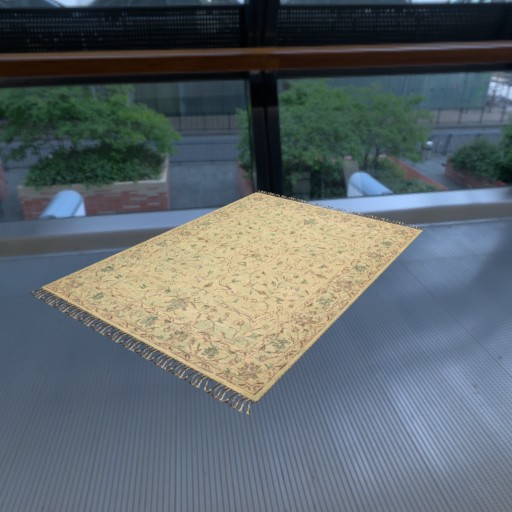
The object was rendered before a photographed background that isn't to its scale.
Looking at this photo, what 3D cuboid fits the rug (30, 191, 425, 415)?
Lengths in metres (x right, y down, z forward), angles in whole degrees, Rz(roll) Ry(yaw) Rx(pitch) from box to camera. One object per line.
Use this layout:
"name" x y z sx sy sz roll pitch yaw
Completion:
"rug" 0.000 0.000 2.327 1.247 0.008 1.802 18 32 32
